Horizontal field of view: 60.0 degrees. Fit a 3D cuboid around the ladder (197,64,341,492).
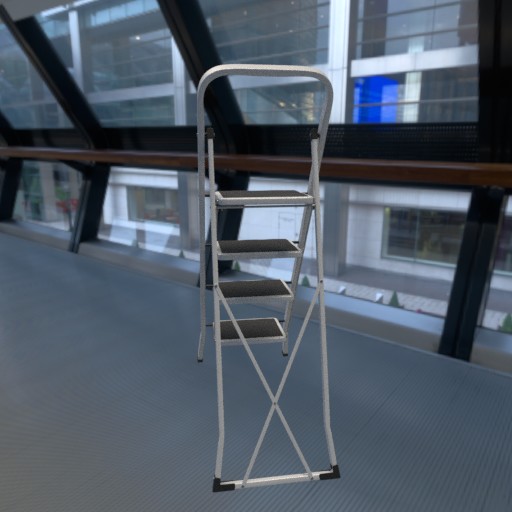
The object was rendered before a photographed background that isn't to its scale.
[{"bbox_3d":[0.000,0.000,1.674,0.460,1.265,0.914,-2,14,-8],"label":"ladder"}]
